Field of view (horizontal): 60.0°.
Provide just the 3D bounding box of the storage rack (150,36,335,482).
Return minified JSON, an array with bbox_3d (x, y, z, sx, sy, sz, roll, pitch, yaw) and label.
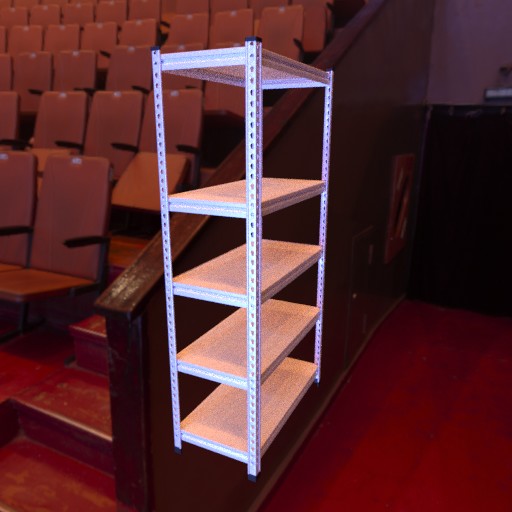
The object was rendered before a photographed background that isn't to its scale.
[{"bbox_3d":[0.000,0.000,2.234,0.457,1.829,0.914,8,17,25],"label":"storage rack"}]
